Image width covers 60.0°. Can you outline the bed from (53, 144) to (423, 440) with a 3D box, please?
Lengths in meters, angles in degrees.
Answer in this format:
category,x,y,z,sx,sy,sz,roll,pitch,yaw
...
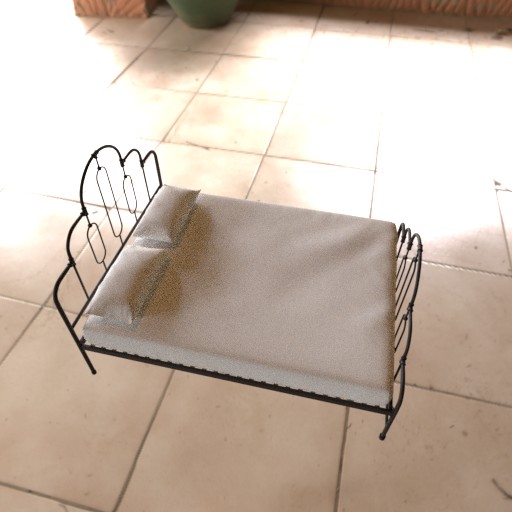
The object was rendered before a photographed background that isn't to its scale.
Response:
category,x,y,z,sx,sy,sz,roll,pitch,yaw
bed,0.000,0.000,3.188,2.163,1.429,1.640,10,47,9
